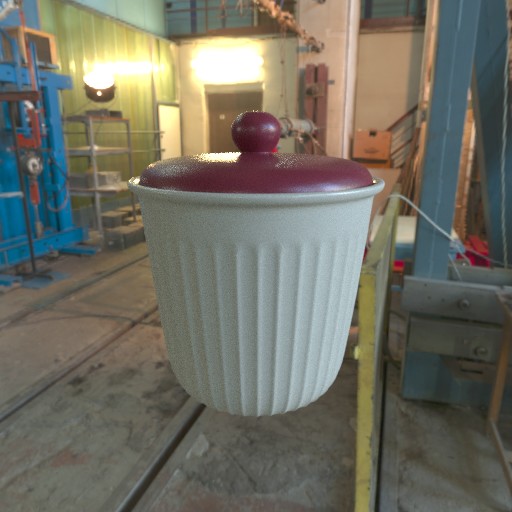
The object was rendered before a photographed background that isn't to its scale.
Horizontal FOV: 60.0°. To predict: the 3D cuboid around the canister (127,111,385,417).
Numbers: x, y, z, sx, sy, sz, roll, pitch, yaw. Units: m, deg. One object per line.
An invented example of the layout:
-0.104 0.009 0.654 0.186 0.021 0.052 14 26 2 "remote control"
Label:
0.000 0.000 0.339 0.181 0.211 0.181 0 16 0 "canister"
